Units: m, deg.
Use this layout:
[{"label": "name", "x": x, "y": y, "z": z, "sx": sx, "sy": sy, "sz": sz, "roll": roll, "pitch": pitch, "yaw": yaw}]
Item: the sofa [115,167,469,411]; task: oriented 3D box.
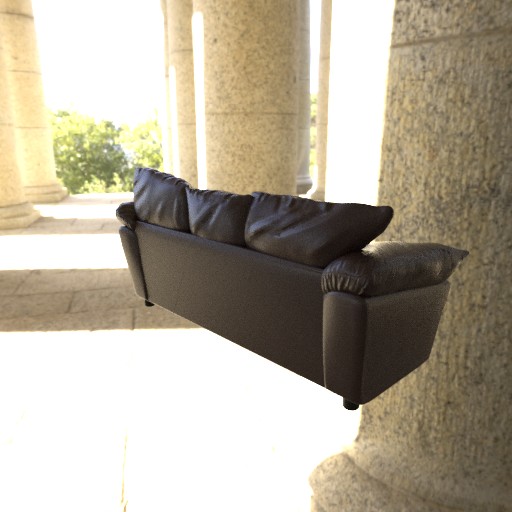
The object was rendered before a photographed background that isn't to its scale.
[{"label": "sofa", "x": 0.000, "y": 0.000, "z": 2.945, "sx": 0.907, "sy": 1.091, "sz": 2.390, "roll": -14, "pitch": 20, "yaw": -42}]
